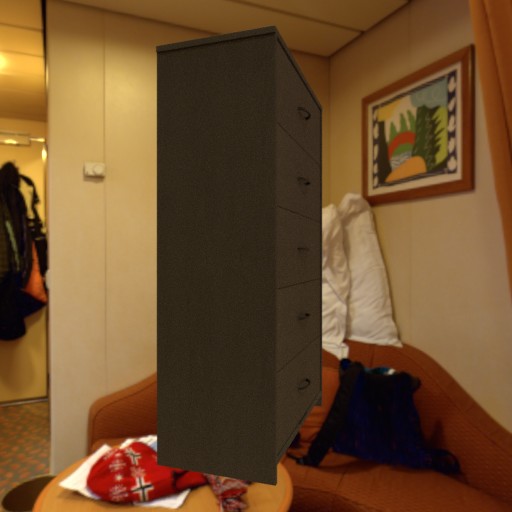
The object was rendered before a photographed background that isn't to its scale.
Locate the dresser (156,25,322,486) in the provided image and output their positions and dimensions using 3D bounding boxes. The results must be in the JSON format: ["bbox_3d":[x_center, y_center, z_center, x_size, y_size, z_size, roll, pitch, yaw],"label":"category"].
[{"bbox_3d":[0.000,0.000,1.593,0.399,1.255,0.704,0,0,19],"label":"dresser"}]
